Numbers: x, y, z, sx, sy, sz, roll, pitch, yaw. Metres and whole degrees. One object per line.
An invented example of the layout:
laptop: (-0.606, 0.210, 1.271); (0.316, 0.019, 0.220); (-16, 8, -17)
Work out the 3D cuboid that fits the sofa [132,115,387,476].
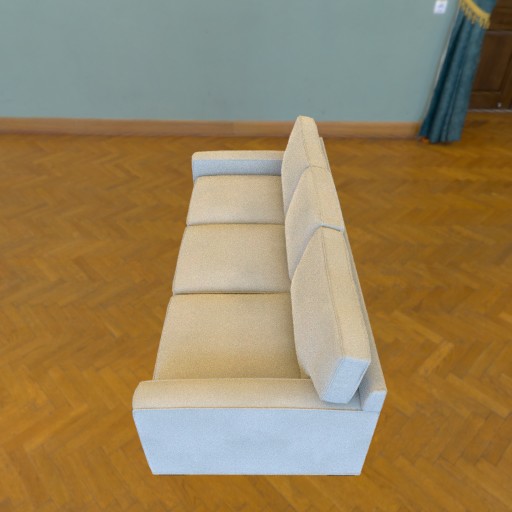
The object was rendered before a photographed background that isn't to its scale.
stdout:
sofa: (0.000, 0.000, 2.508); (0.935, 0.862, 2.088); (0, 40, 0)
